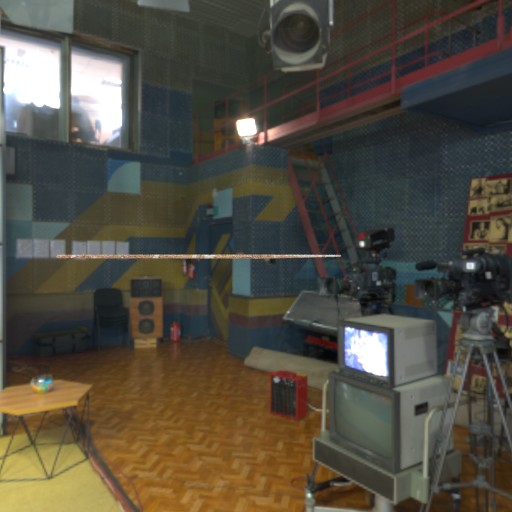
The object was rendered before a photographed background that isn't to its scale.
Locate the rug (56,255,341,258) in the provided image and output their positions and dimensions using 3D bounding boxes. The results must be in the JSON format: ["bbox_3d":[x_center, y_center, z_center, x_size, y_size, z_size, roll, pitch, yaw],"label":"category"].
[{"bbox_3d":[0.000,0.000,2.617,0.750,0.011,2.435,0,0,16],"label":"rug"}]
